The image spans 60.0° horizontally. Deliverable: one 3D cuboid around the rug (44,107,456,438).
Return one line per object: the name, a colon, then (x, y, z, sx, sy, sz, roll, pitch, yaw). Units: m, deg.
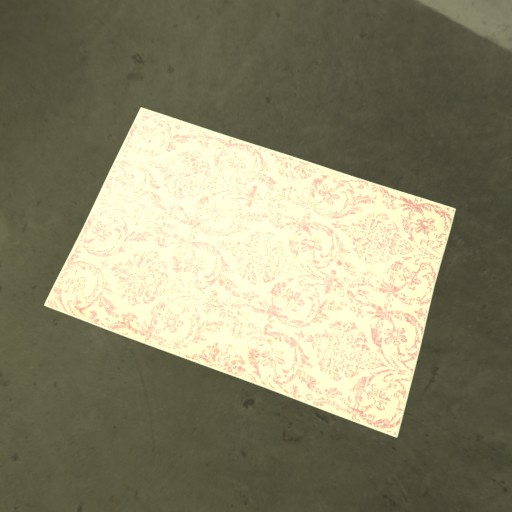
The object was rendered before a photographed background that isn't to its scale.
rug: (0.000, 0.000, 3.442, 2.746, 0.018, 1.819, 19, 75, 5)
